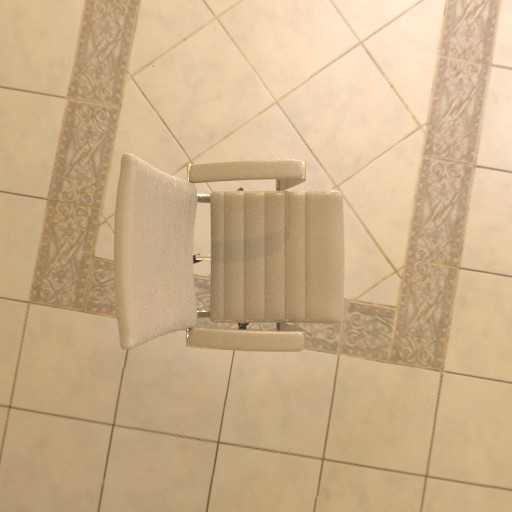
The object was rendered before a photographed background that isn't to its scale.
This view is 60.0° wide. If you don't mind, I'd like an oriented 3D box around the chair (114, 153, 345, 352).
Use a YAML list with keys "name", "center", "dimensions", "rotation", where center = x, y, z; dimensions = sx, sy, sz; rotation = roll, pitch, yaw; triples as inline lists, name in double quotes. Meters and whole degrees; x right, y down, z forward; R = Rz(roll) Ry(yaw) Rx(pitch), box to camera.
- name: "chair"
  center: [0.000, 0.000, 1.566]
  dimensions: [0.667, 1.149, 0.679]
  rotation: [0, 89, -1]
